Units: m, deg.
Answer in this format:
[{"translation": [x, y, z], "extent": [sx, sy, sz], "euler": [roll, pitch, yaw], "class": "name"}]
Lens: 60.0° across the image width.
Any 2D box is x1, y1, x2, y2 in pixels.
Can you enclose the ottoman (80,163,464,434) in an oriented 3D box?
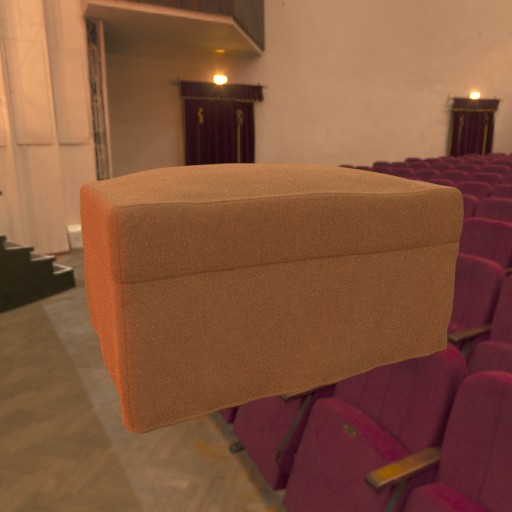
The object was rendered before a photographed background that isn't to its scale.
[{"translation": [0.000, 0.000, 1.203], "extent": [0.833, 0.485, 0.650], "euler": [-7, 16, -25], "class": "ottoman"}]
